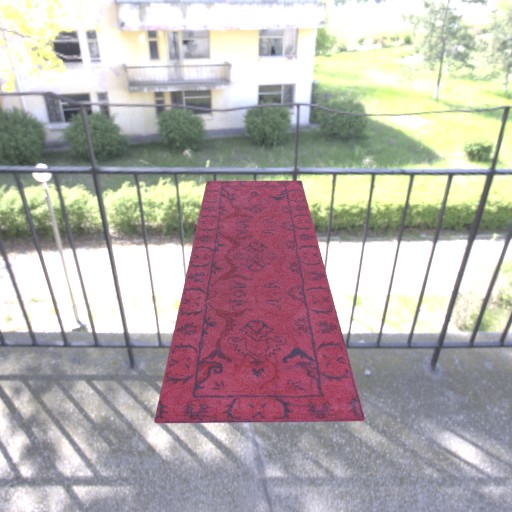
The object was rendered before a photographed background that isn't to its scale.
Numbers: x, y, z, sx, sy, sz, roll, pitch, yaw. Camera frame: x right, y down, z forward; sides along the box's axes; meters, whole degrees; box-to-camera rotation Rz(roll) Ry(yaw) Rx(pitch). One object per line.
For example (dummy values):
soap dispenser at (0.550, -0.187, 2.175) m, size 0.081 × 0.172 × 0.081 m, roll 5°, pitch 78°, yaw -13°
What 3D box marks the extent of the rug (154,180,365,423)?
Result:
rug at (0.000, 0.000, 2.741) m, size 0.813 × 0.018 × 2.439 m, roll 0°, pitch 31°, yaw -1°
